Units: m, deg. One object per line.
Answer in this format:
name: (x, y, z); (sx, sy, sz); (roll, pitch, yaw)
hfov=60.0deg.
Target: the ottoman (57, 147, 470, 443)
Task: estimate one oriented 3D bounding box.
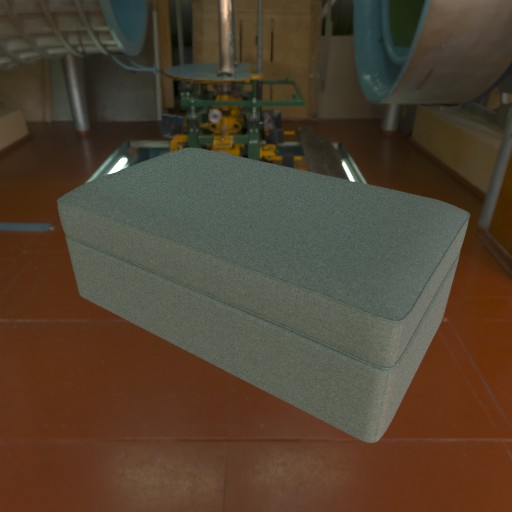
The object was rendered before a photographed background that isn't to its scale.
ottoman: (0.000, 0.000, 1.508); (1.173, 0.494, 0.681); (19, 35, 29)
